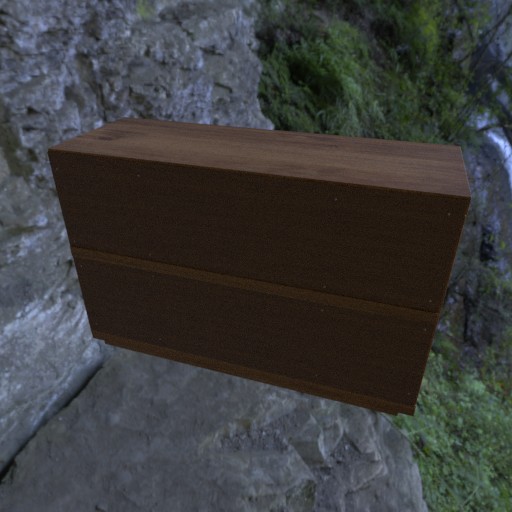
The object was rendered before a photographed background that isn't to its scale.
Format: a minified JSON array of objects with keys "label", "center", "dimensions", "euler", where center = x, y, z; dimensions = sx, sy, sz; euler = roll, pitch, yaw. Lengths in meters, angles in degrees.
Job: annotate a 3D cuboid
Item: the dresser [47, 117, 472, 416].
[{"label":"dresser","center":[0.000,0.000,1.647],"dimensions":[1.261,0.825,0.479],"euler":[10,32,16]}]
